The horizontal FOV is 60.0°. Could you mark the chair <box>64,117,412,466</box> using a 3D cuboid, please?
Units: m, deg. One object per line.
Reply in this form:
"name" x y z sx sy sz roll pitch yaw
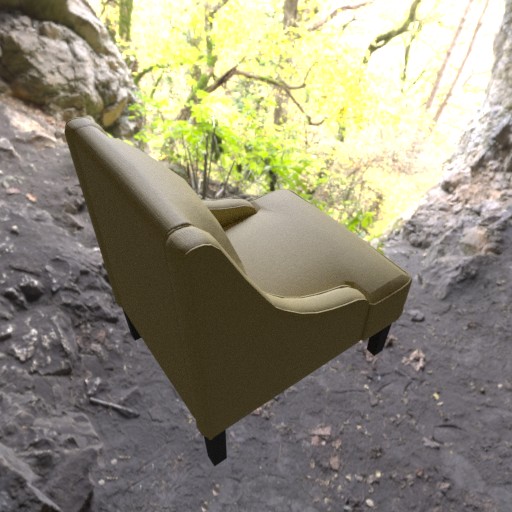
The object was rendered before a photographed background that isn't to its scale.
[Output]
"chair" 0.000 0.000 1.449 0.814 0.896 0.696 -25 47 -26
